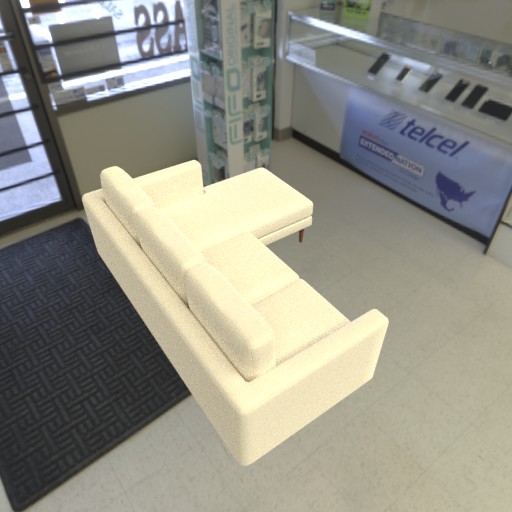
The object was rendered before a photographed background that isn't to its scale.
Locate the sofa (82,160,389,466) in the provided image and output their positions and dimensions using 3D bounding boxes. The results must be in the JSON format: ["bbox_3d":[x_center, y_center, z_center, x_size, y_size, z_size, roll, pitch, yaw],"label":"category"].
[{"bbox_3d":[0.000,0.000,2.942,1.580,0.899,2.029,-24,46,-26],"label":"sofa"}]
